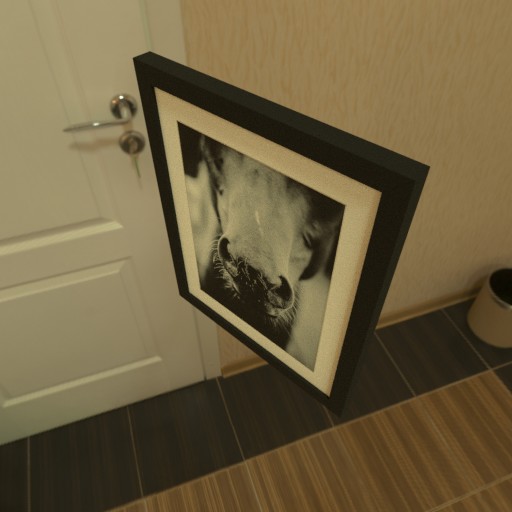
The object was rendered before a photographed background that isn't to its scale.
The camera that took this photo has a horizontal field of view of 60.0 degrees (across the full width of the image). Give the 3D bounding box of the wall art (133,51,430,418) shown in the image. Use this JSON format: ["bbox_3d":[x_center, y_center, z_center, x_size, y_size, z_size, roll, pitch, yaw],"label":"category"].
[{"bbox_3d":[0.000,0.000,0.761,0.457,0.559,0.033,32,54,27],"label":"wall art"}]
